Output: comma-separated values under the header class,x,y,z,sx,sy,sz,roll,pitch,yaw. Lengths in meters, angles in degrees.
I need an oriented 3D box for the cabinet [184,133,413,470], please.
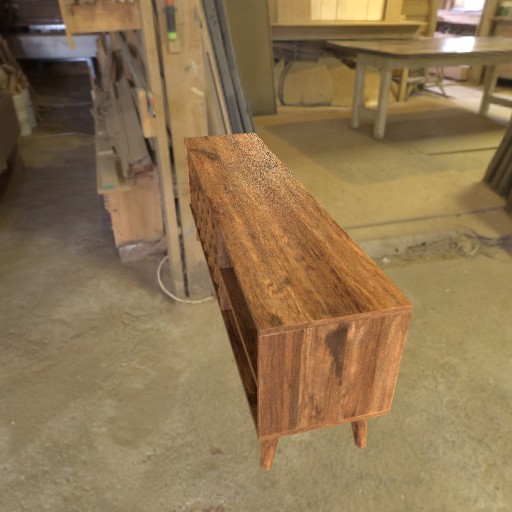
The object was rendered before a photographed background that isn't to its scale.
class,x,y,z,sx,sy,sz,roll,pitch,yaw
cabinet,0.000,0.000,1.674,0.349,0.528,1.448,-7,31,-12
